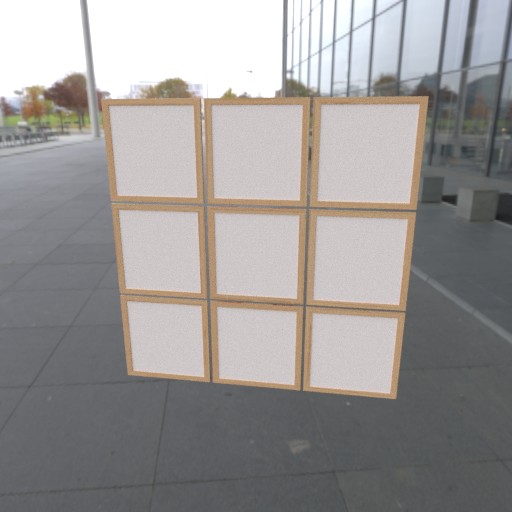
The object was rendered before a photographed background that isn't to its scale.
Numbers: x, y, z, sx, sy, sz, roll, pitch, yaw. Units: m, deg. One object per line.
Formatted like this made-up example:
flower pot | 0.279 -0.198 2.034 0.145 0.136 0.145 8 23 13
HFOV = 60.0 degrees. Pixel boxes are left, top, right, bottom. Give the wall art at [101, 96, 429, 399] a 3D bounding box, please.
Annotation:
wall art | 0.000 0.000 2.263 1.517 1.523 0.013 3 17 9
